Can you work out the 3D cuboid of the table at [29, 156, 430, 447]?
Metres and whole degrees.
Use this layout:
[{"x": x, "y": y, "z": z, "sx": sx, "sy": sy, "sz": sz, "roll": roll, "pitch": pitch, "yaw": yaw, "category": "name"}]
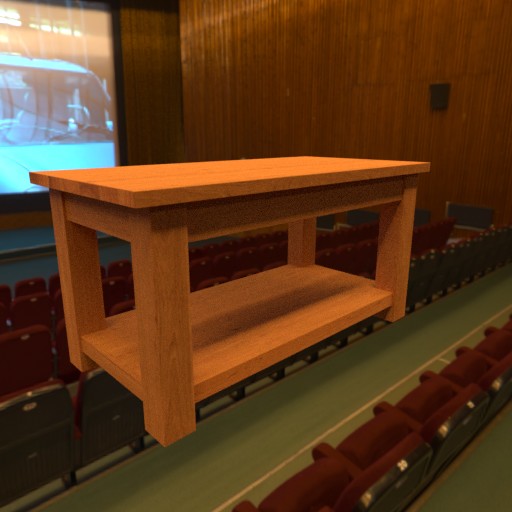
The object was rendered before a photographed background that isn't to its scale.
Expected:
[{"x": 0.000, "y": 0.000, "z": 1.139, "sx": 0.899, "sy": 0.452, "sz": 0.450, "roll": -14, "pitch": 21, "yaw": -42, "category": "table"}]
